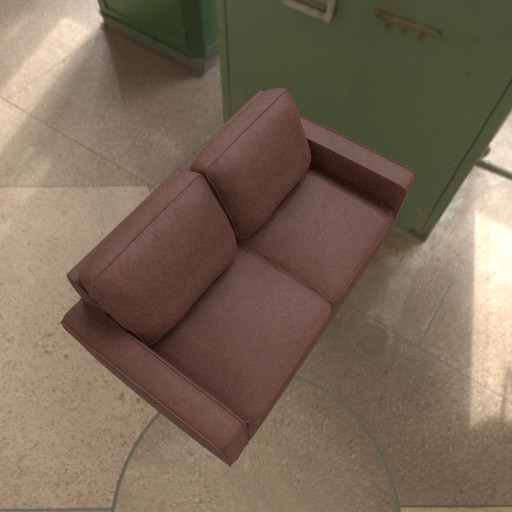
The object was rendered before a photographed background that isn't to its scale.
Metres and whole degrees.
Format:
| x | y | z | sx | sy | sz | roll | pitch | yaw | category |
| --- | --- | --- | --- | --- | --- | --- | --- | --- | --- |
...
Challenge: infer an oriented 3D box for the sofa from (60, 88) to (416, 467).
| x | y | z | sx | sy | sz | roll | pitch | yaw | category |
| --- | --- | --- | --- | --- | --- | --- | --- | --- | --- |
| 0.000 | 0.000 | 2.263 | 0.947 | 0.918 | 1.709 | 32 | 65 | 17 | sofa |
